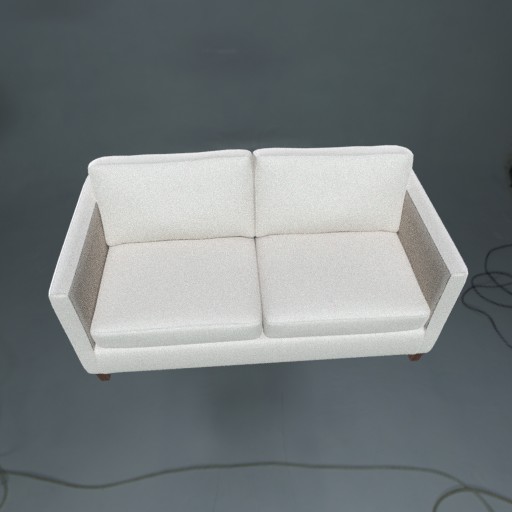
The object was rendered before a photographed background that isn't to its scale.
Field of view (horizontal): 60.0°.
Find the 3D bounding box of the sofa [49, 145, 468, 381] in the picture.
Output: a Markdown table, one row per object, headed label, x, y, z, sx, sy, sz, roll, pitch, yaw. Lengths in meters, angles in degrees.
| label | x | y | z | sx | sy | sz | roll | pitch | yaw |
| --- | --- | --- | --- | --- | --- | --- | --- | --- | --- |
| sofa | 0.000 | 0.000 | 2.231 | 1.722 | 0.888 | 0.873 | -3 | 45 | -3 |
